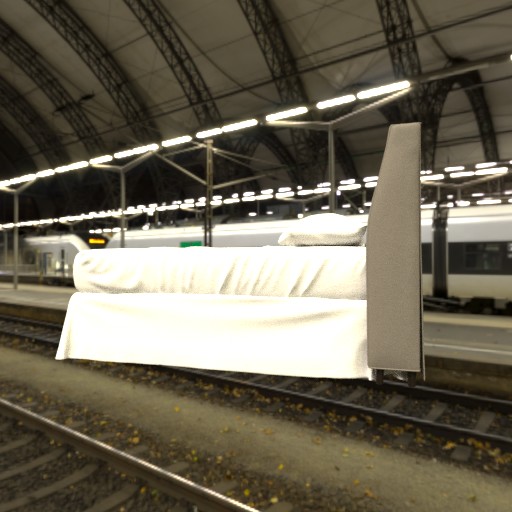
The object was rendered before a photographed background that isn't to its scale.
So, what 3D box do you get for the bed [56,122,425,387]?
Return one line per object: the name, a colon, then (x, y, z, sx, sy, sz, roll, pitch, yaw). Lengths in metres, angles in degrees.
bed: (0.000, 0.000, 3.385, 2.276, 1.332, 1.925, 0, -1, 17)
